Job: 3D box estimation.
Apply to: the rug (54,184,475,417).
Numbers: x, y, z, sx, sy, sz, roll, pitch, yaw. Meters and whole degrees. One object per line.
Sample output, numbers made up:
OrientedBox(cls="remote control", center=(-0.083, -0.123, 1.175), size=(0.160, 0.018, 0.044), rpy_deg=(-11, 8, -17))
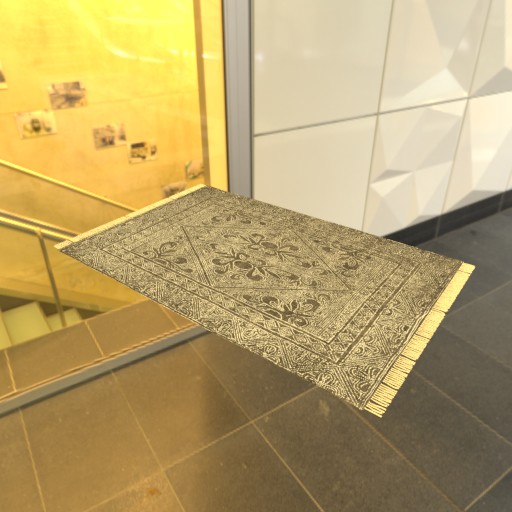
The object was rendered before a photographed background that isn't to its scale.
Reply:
OrientedBox(cls="rug", center=(0.000, 0.000, 2.995), size=(2.440, 0.010, 1.529), rpy_deg=(21, 36, 31))
